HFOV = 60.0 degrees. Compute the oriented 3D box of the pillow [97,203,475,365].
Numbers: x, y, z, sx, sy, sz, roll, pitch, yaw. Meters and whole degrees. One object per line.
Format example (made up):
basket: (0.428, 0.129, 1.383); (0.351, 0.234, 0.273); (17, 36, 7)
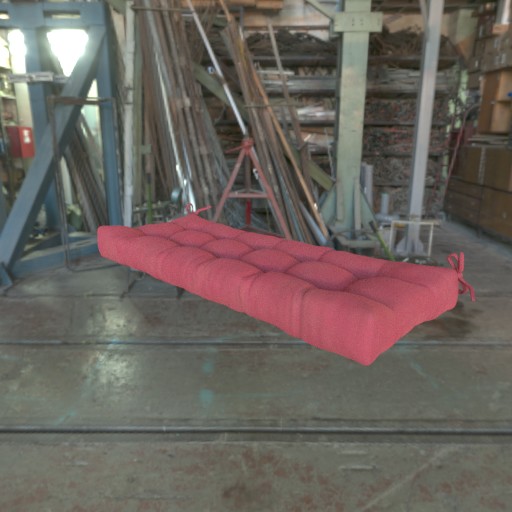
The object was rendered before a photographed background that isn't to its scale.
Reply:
pillow: (0.000, 0.000, 1.375); (0.511, 0.174, 1.194); (-15, 22, -43)
